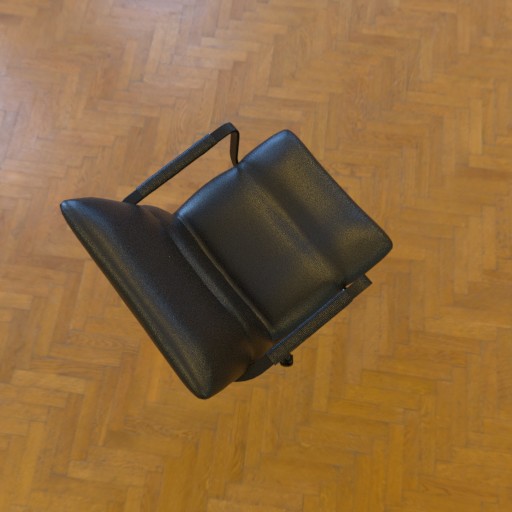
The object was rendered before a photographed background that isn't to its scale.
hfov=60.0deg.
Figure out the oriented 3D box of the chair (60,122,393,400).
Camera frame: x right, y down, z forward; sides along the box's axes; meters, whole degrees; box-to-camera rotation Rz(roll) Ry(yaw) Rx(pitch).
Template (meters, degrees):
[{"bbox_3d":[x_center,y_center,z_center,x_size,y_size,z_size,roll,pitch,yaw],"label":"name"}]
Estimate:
[{"bbox_3d":[0.000,0.000,1.466,0.748,0.922,0.719,-38,78,-9],"label":"chair"}]
